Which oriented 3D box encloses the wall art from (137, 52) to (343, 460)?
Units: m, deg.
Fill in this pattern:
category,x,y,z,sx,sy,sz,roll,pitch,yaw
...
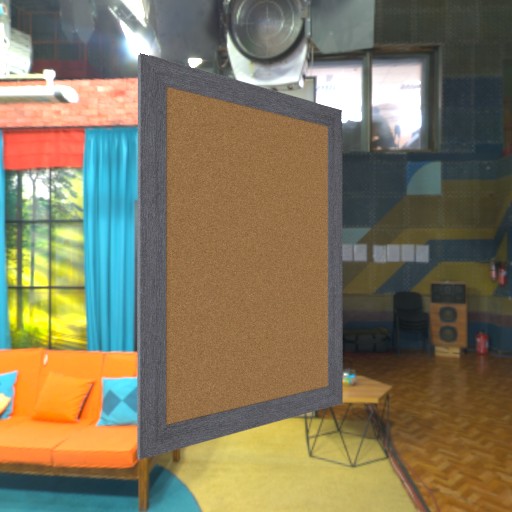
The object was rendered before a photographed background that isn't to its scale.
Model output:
category,x,y,z,sx,sy,sz,roll,pitch,yaw
wall art,0.000,0.000,1.398,0.768,1.070,0.020,0,0,-36
